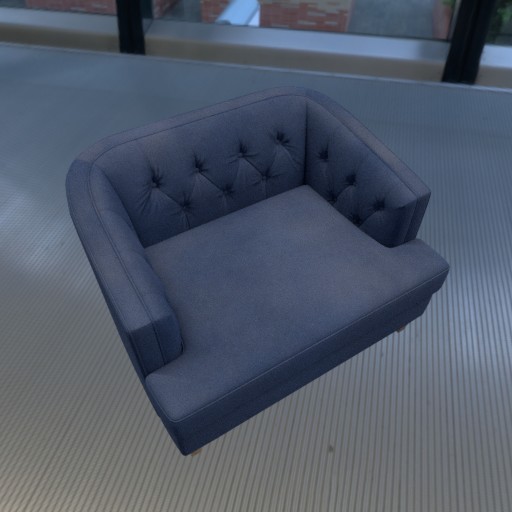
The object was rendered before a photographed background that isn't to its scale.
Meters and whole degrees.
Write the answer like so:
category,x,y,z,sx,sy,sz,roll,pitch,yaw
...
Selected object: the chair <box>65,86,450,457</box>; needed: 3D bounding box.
category,x,y,z,sx,sy,sz,roll,pitch,yaw
chair,0.000,0.000,1.683,1.118,0.787,0.914,-24,52,-21
